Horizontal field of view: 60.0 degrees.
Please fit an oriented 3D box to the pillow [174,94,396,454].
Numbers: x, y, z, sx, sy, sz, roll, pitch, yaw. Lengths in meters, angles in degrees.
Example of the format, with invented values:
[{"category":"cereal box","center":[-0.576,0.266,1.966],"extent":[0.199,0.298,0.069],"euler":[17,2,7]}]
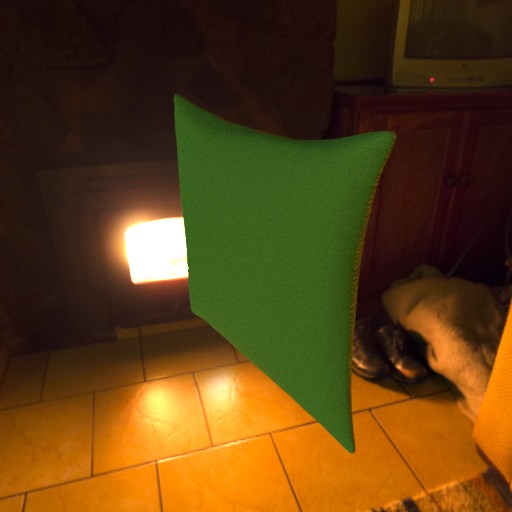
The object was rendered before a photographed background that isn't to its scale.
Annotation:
[{"category":"pillow","center":[0.000,0.000,0.770],"extent":[0.150,0.497,0.514],"euler":[-18,32,-32]}]
